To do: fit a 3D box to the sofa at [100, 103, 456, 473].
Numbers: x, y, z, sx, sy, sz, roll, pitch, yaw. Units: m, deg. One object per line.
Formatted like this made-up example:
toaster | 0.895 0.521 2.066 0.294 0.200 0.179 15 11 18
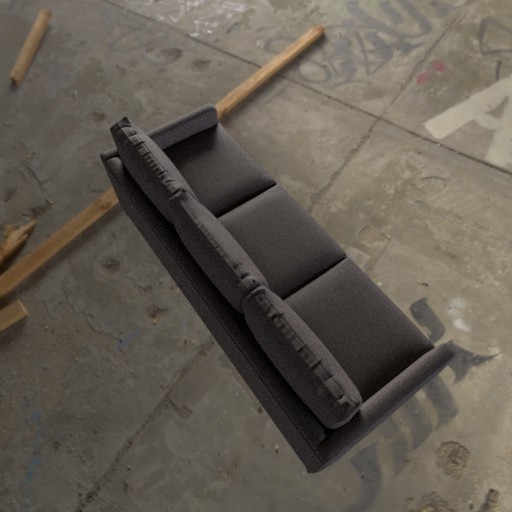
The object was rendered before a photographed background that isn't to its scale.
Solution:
sofa | 0.000 0.000 2.644 0.876 0.882 2.253 -32 64 -18
